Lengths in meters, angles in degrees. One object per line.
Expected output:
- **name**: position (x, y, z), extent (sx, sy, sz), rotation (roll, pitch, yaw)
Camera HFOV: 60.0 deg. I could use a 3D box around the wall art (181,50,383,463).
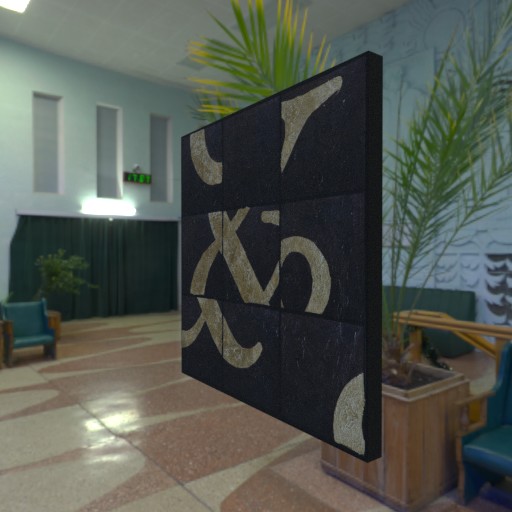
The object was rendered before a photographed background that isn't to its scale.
- **wall art**: position (0.000, 0.000, 1.132), extent (0.044, 0.758, 0.758), rotation (0, 1, -36)
